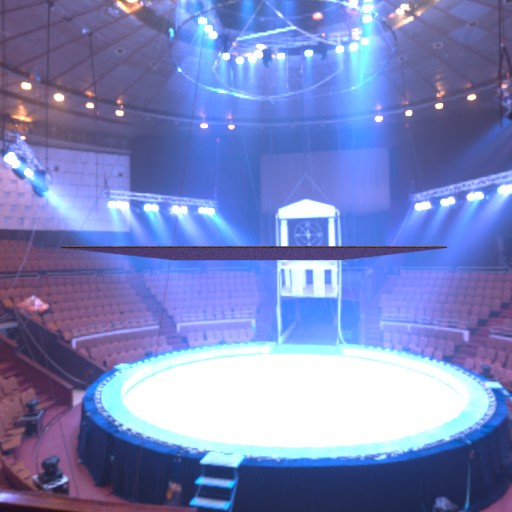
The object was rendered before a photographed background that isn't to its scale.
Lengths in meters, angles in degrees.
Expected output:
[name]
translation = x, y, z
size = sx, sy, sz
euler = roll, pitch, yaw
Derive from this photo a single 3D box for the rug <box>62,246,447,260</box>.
[rug]
translation = 0.000, 0.000, 2.867
size = 1.522, 0.008, 2.284
euler = 0, -2, 0
